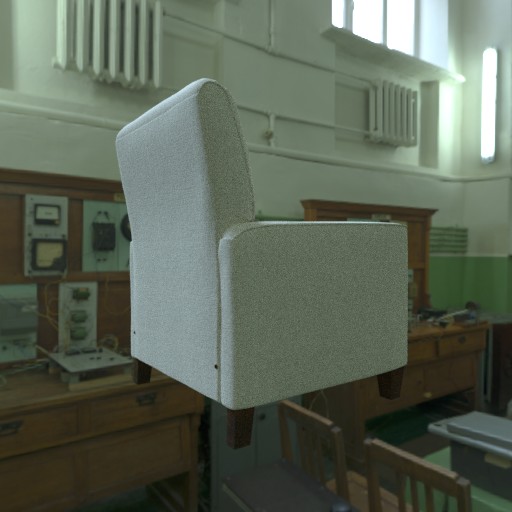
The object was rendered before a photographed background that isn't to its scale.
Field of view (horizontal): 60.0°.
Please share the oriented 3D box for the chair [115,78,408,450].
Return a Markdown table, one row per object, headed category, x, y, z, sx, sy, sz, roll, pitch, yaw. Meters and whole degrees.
| category | x | y | z | sx | sy | sz | roll | pitch | yaw |
| --- | --- | --- | --- | --- | --- | --- | --- | --- | --- |
| chair | 0.000 | 0.000 | 1.681 | 0.858 | 1.028 | 0.841 | -1 | 1 | -36 |
